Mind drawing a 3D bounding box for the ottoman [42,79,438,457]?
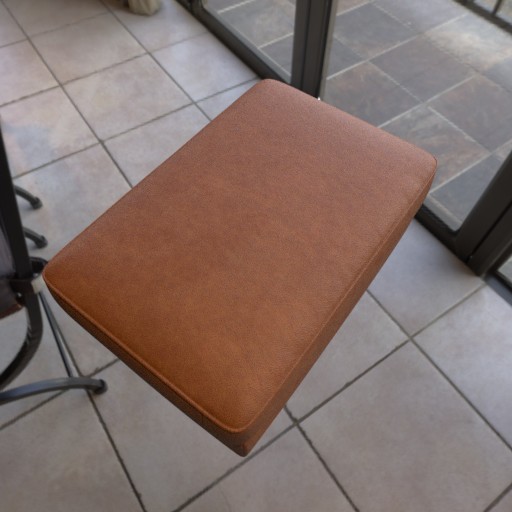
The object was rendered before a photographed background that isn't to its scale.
[{"bbox_3d":[0.000,0.000,1.196,0.584,0.483,0.864,33,64,18],"label":"ottoman"}]
